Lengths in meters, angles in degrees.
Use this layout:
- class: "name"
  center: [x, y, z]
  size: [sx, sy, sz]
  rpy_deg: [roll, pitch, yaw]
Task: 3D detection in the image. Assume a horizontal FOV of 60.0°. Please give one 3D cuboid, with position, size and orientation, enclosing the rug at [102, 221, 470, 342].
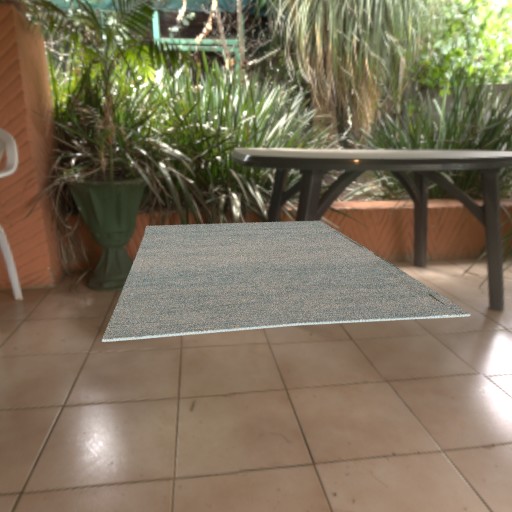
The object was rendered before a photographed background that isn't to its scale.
- class: "rug"
  center: [0.000, 0.000, 2.972]
  size: [1.613, 0.030, 2.306]
  rpy_deg: [-2, 15, -9]
